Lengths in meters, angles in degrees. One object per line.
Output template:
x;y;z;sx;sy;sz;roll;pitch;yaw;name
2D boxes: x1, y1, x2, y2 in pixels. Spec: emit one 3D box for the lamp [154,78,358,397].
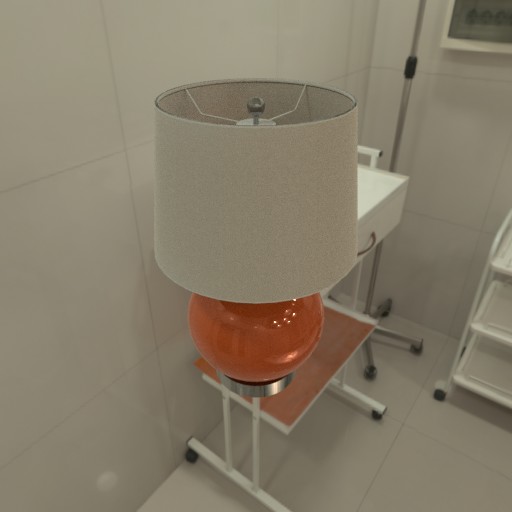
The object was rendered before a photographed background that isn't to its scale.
0.000;0.000;0.559;0.247;0.387;0.247;0;32;0;lamp
